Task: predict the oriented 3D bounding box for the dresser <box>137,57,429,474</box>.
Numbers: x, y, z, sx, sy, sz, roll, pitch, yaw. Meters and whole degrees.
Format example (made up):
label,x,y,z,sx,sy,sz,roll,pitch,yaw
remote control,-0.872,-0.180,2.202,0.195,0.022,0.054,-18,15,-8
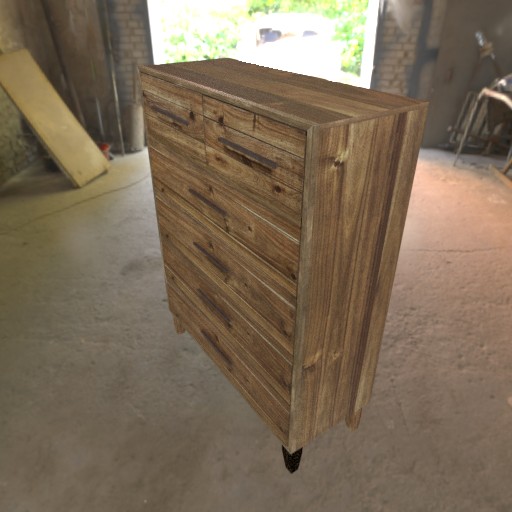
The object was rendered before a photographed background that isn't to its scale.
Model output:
label,x,y,z,sx,sy,sz,roll,pitch,yaw
dresser,0.000,0.000,1.866,0.442,1.393,1.062,-20,37,-29
